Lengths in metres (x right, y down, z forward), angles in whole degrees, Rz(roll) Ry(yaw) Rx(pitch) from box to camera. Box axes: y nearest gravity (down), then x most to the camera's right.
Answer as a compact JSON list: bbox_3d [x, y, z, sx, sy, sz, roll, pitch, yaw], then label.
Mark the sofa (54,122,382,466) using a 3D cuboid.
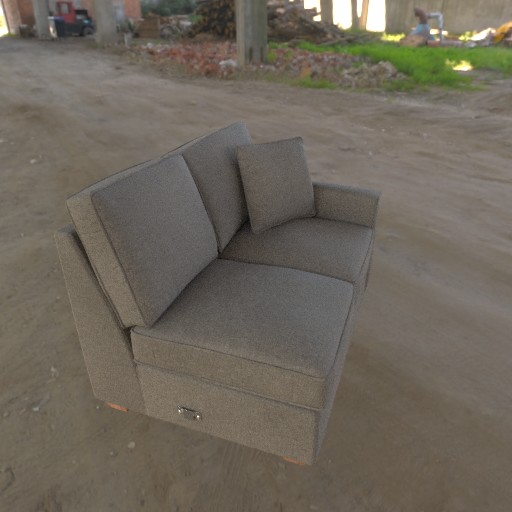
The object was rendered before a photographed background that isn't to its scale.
[{"bbox_3d":[0.000,0.000,2.064,0.991,0.989,1.388,10,30,18],"label":"sofa"}]
